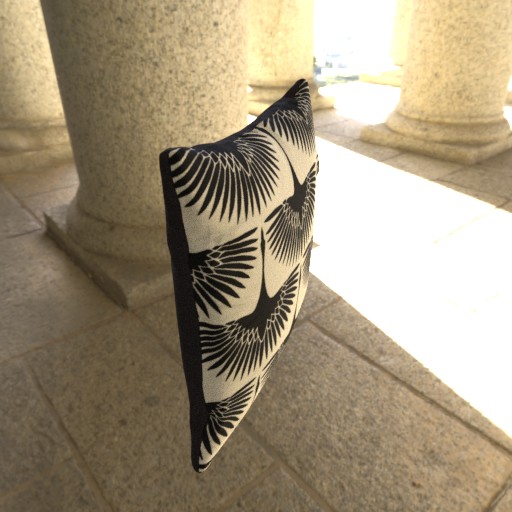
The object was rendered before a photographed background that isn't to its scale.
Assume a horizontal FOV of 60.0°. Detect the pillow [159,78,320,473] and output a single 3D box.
[{"bbox_3d":[0.000,0.000,0.651,0.139,0.432,0.432,11,32,18],"label":"pillow"}]
